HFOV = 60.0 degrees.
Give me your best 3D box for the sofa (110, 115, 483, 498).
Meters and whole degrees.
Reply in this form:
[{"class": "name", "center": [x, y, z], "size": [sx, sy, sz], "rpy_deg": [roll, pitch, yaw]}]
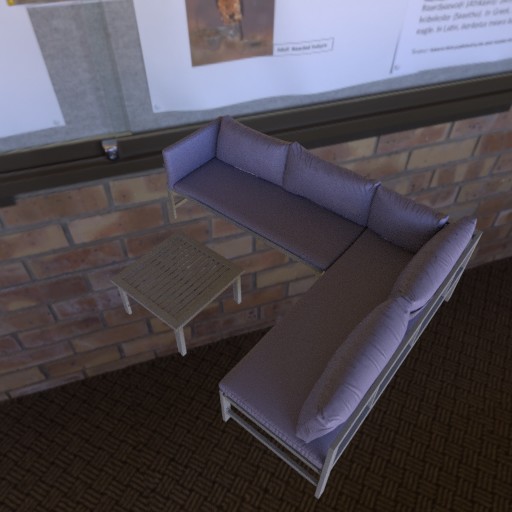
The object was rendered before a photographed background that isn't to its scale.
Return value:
[{"class": "sofa", "center": [0.000, 0.000, 2.854], "size": [2.149, 0.762, 1.658], "rpy_deg": [30, 53, 26]}]
